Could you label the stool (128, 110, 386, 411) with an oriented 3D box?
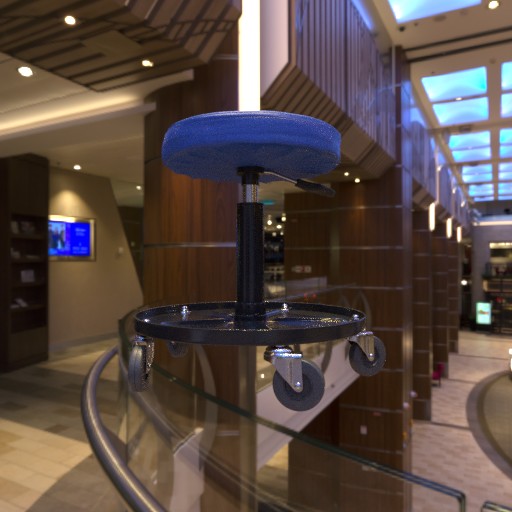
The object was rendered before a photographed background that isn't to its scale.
[{"bbox_3d":[0.000,0.000,0.684,0.382,0.365,0.381,0,0,-18],"label":"stool"}]
